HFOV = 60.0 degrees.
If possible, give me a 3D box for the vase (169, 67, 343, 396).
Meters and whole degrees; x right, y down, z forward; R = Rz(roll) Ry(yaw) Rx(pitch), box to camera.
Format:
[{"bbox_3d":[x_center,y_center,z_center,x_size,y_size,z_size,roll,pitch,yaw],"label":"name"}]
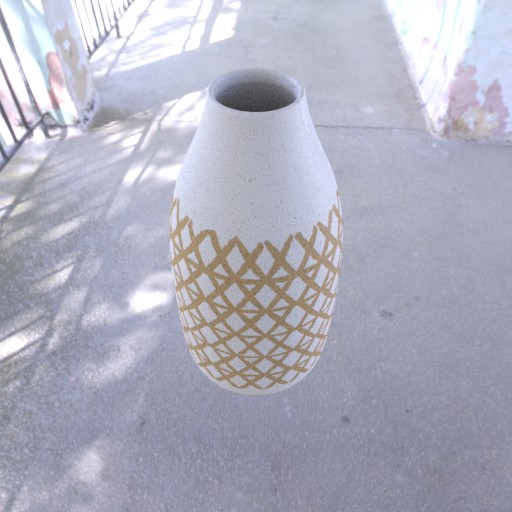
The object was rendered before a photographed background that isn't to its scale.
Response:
[{"bbox_3d":[0.000,0.000,0.480,0.186,0.380,0.186,0,48,0],"label":"vase"}]
